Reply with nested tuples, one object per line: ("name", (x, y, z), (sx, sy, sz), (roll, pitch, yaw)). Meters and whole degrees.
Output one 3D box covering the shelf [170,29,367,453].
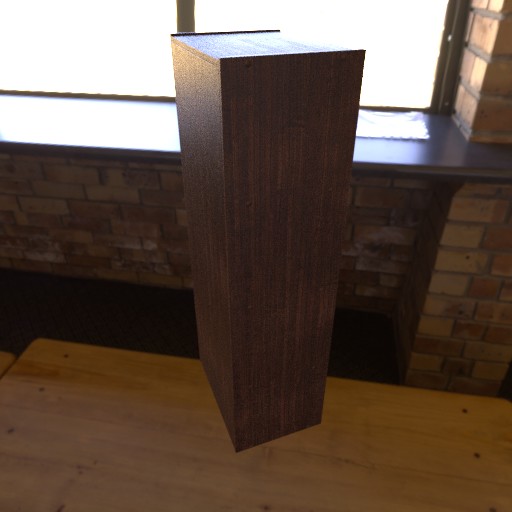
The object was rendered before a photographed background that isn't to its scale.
("shelf", (0.000, 0.000, 1.248), (0.290, 1.099, 0.415), (-12, 34, -18))
